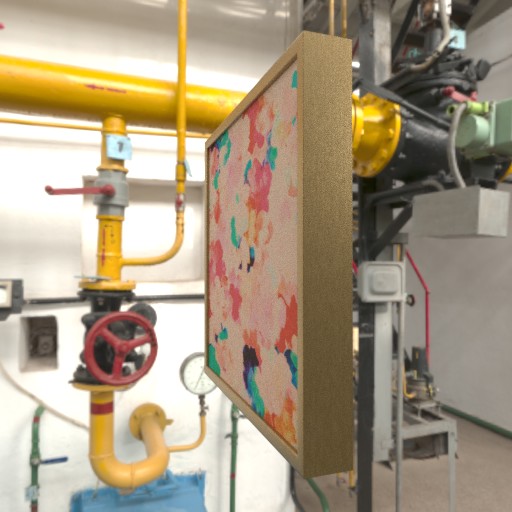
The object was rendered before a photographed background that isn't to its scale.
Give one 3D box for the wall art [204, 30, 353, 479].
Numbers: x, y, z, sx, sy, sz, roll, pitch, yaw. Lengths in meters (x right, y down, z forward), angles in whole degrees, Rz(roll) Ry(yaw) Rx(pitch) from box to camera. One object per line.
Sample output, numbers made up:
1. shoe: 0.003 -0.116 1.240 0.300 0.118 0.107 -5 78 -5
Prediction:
1. wall art: 0.000 0.000 0.451 0.038 0.305 0.304 0 -1 -19
